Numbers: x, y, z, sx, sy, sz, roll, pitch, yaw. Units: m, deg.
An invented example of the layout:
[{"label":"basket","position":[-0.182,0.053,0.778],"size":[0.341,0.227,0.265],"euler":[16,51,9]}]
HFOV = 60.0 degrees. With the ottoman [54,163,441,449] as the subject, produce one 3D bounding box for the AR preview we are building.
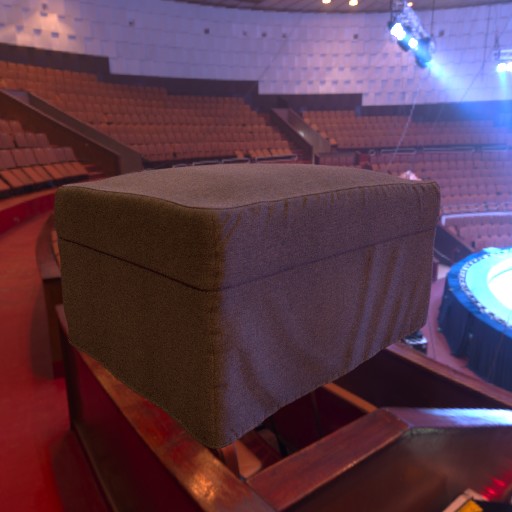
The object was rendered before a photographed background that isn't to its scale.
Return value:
[{"label":"ottoman","position":[0.000,0.000,1.210],"size":[0.833,0.492,0.652],"euler":[-13,19,-43]}]
